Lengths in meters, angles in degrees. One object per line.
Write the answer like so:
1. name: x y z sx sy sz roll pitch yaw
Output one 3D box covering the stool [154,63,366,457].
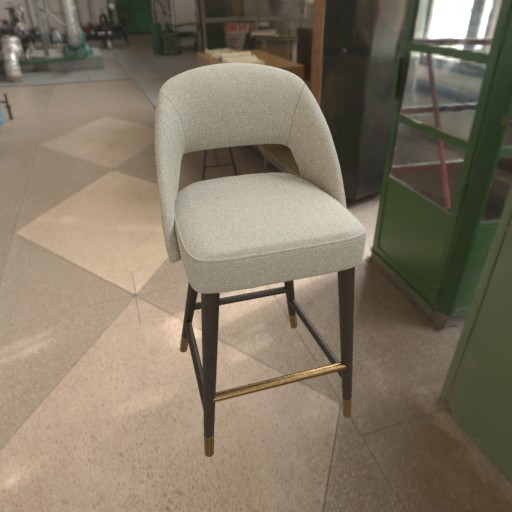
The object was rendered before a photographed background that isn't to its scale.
1. stool: 0.000 0.000 1.248 0.494 0.940 0.509 -10 33 -15
